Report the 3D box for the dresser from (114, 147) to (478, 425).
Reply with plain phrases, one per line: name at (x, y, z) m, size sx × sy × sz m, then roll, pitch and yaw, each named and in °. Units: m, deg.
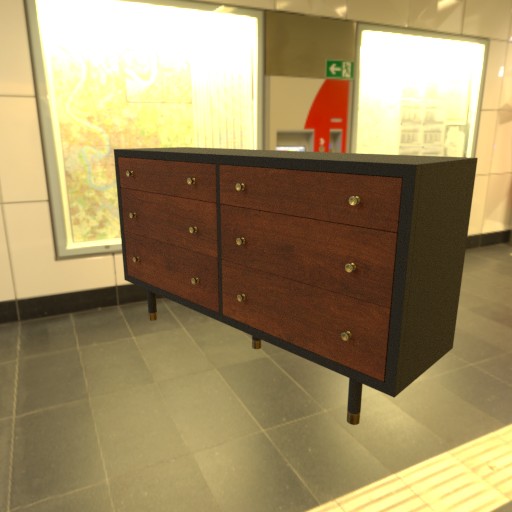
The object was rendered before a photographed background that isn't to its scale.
dresser at (0.000, 0.000, 1.918) m, size 1.558 × 0.872 × 0.463 m, roll 15°, pitch 21°, yaw 42°
